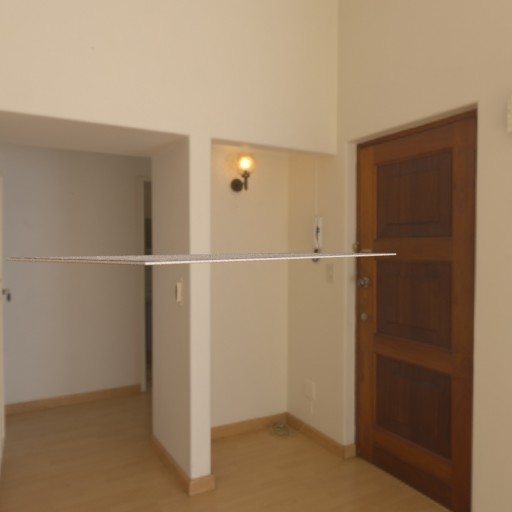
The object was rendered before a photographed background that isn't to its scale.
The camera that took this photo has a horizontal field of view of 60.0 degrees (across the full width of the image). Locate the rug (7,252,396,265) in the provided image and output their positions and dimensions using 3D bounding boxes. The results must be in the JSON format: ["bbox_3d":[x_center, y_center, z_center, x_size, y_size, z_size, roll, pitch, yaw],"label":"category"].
[{"bbox_3d":[0.000,0.000,2.579,0.864,0.012,2.388,1,1,35],"label":"rug"}]
